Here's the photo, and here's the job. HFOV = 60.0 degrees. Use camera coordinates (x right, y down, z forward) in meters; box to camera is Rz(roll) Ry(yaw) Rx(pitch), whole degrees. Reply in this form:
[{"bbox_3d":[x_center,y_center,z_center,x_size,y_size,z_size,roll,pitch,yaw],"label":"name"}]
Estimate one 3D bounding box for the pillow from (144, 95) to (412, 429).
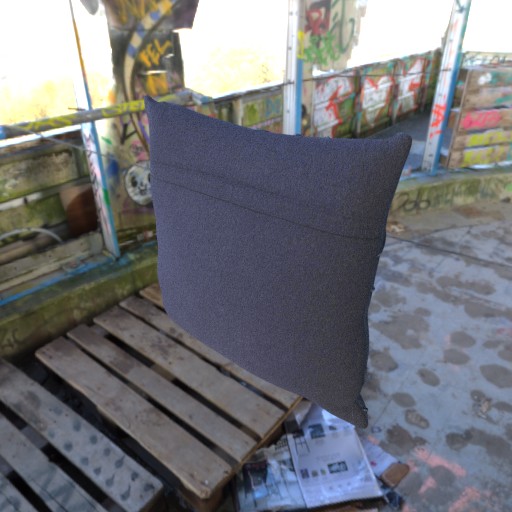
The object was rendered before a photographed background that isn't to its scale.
[{"bbox_3d":[0.000,0.000,0.682,0.439,0.440,0.183,22,37,32],"label":"pillow"}]
